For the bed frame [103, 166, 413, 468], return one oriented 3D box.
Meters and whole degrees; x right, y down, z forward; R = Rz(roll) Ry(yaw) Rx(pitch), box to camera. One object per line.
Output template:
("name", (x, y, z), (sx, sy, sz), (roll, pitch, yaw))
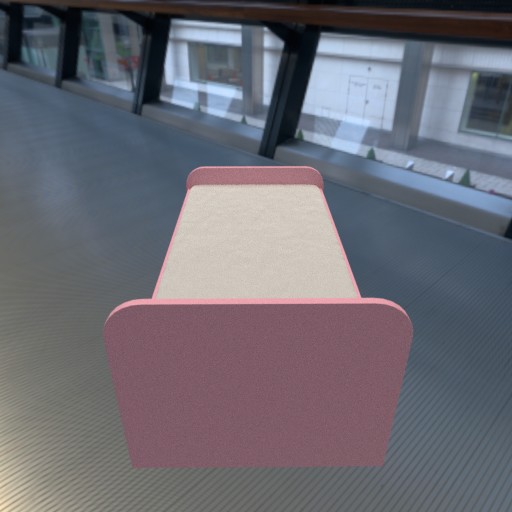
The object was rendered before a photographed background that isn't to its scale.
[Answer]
("bed frame", (0.000, 0.000, 2.411), (0.998, 0.805, 1.963), (0, 30, 0))
